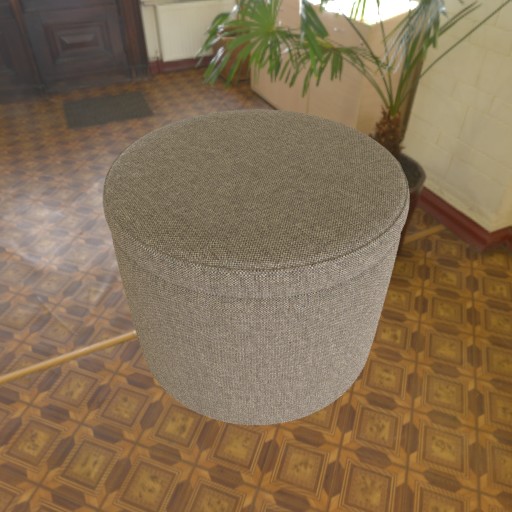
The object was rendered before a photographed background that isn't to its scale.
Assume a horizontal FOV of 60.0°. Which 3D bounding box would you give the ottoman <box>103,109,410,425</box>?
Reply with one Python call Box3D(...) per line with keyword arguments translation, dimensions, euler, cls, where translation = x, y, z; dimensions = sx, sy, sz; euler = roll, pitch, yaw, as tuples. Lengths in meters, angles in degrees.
Box3D(translation=(0.000, 0.000, 0.888), dimensions=(0.520, 0.430, 0.520), euler=(0, 41, 0), cls="ottoman")
